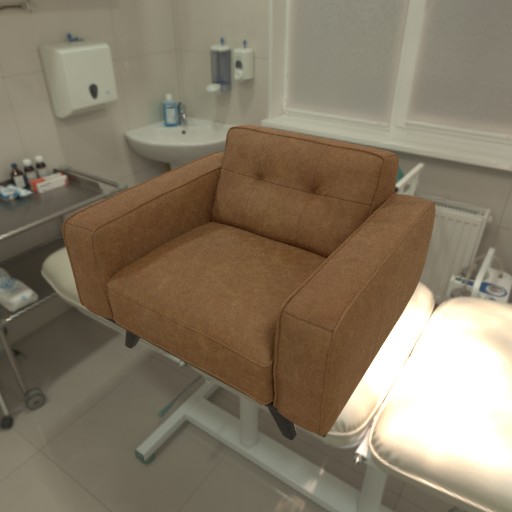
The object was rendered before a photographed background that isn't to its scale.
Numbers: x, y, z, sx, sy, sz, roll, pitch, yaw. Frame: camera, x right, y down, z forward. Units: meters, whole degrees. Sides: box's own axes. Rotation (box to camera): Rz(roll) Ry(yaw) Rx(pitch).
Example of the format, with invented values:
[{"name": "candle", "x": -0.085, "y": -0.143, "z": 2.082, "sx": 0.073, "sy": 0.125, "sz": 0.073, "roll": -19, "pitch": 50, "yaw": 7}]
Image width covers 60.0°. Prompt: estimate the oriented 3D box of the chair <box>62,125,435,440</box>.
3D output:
[{"name": "chair", "x": 0.000, "y": 0.000, "z": 1.745, "sx": 1.118, "sy": 0.782, "sz": 0.952, "roll": 20, "pitch": 37, "yaw": 28}]
